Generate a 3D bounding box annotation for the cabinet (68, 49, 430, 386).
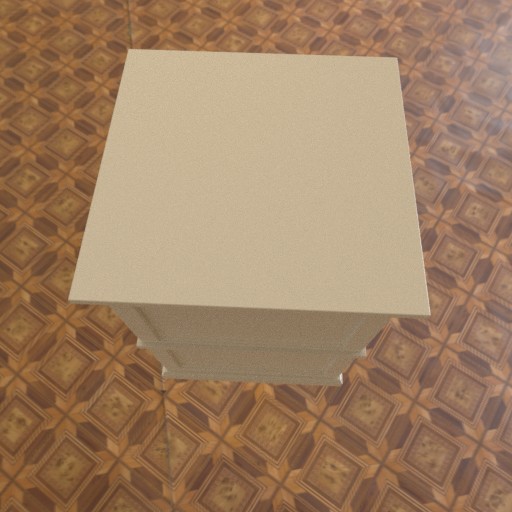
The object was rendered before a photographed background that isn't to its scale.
[{"bbox_3d":[0.000,0.000,1.132,0.547,0.775,0.544,2,64,1],"label":"cabinet"}]
